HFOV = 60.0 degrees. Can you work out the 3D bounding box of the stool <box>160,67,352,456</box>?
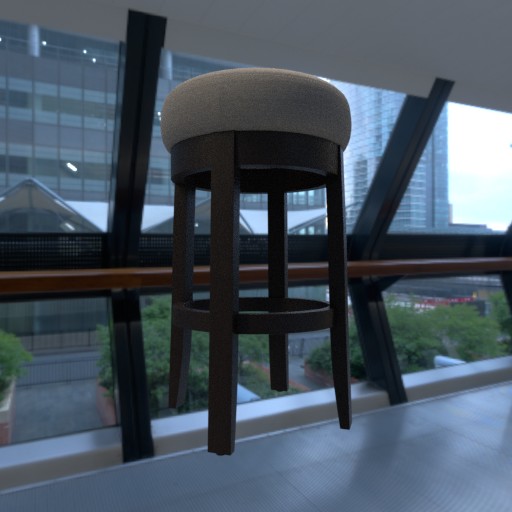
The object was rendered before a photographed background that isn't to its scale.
[{"bbox_3d":[0.000,0.000,1.049,0.443,0.757,0.443,0,0,0],"label":"stool"}]
